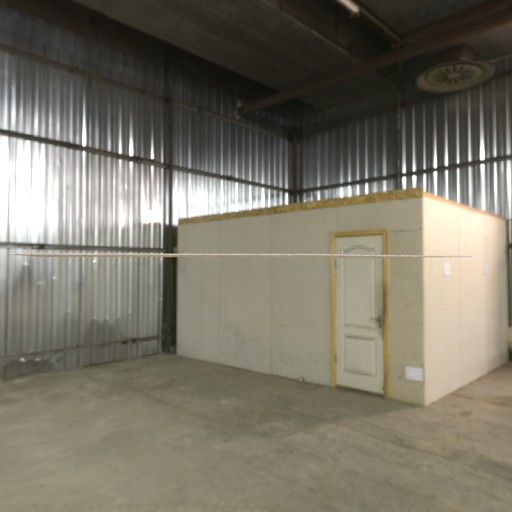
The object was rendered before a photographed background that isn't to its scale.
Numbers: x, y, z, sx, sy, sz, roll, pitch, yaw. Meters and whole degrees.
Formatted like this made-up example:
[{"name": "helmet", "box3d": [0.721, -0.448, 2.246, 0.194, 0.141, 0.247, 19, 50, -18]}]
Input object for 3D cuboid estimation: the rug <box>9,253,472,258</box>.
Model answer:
[{"name": "rug", "box3d": [0.000, 0.000, 2.496, 2.346, 0.013, 0.712, 0, -1, -17]}]
